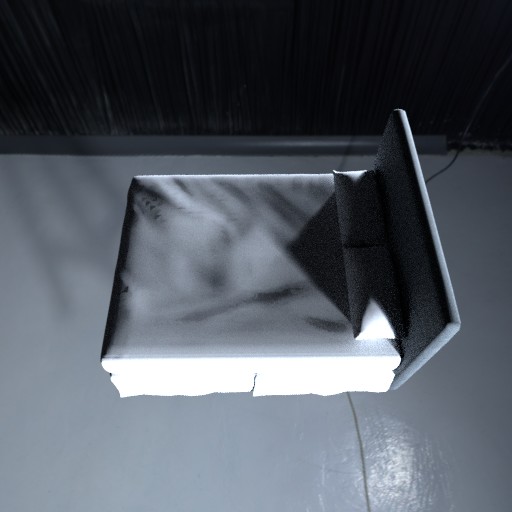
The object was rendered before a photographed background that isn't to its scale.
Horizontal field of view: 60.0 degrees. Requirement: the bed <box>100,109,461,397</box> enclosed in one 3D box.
[{"bbox_3d":[0.000,0.000,3.245,2.142,1.330,1.713,0,59,0],"label":"bed"}]
